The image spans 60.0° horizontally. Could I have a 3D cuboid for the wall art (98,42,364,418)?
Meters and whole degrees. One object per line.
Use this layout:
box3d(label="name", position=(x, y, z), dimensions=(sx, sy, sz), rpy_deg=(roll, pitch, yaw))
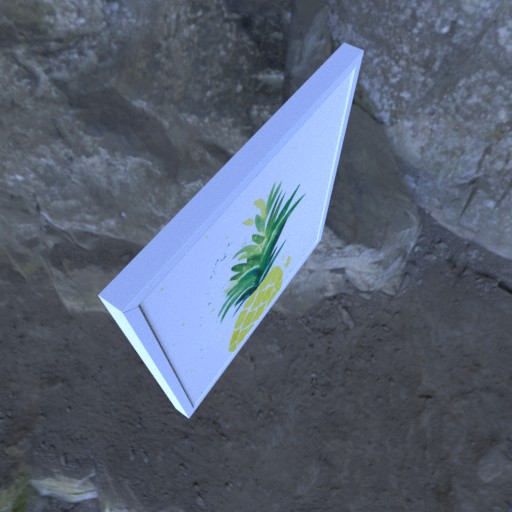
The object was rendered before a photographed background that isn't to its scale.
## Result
box3d(label="wall art", position=(0.000, 0.000, 0.462), dimensions=(0.020, 0.307, 0.307), rpy_deg=(31, 64, 17))
